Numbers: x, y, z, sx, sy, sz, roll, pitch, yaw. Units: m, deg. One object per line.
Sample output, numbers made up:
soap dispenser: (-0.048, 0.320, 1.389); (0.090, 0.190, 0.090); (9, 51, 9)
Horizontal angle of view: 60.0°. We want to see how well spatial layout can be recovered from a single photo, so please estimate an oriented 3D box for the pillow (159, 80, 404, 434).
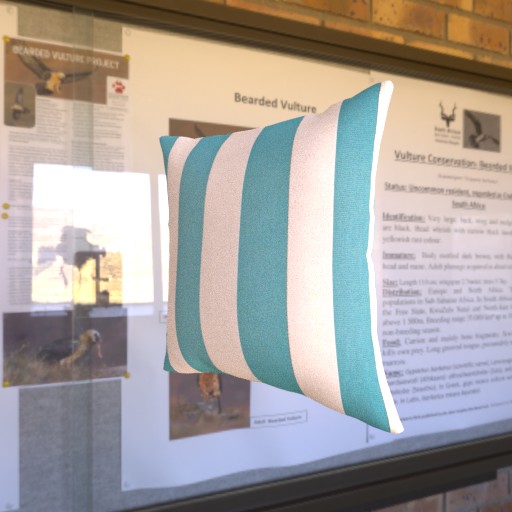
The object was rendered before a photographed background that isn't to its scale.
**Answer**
pillow: (0.000, 0.000, 0.810); (0.536, 0.526, 0.189); (0, 0, 36)
